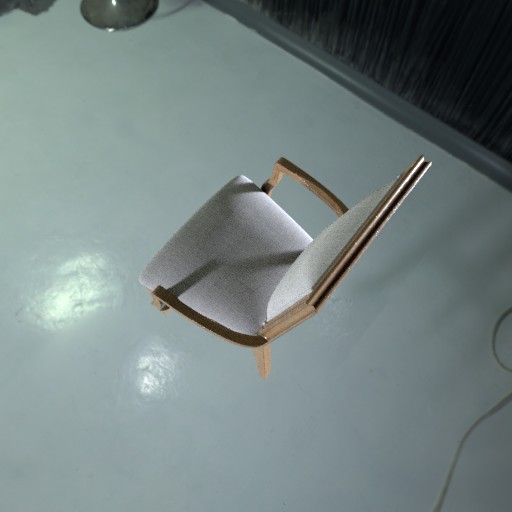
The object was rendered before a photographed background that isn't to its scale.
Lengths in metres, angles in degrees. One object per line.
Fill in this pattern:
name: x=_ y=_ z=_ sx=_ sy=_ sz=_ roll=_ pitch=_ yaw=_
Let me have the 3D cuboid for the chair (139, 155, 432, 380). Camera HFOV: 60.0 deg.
chair: x=0.000 y=0.000 z=1.367 sx=0.602 sy=0.990 sz=0.606 roll=35 pitch=69 yaw=16
